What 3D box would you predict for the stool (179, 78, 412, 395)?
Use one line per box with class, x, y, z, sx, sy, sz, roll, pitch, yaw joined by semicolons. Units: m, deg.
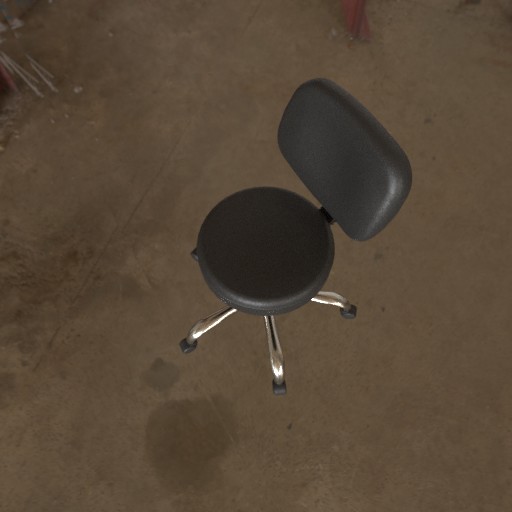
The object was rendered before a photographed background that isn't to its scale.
stool;0.000;0.000;1.332;0.648;0.862;0.673;-29;67;-14
